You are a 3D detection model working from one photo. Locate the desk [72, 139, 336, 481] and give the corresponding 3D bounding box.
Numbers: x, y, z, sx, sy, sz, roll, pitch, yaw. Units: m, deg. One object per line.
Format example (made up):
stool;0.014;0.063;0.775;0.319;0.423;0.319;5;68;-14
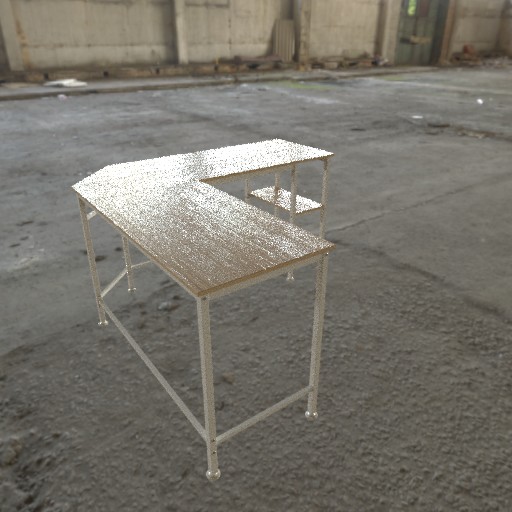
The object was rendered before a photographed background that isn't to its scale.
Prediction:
desk;0.000;0.000;2.171;1.379;0.739;1.379;-18;31;-32
